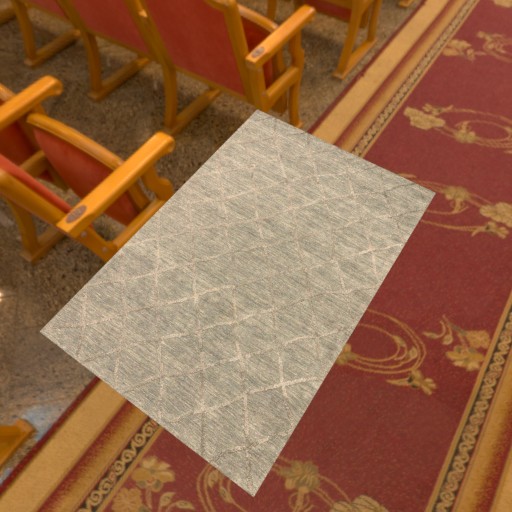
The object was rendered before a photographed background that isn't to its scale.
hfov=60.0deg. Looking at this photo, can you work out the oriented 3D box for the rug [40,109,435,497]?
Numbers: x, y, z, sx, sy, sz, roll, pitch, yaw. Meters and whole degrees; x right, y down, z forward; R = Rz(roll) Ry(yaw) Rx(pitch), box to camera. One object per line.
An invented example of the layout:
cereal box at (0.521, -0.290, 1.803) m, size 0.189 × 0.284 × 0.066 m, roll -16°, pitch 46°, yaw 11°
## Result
rug at (0.000, 0.000, 2.868) m, size 1.521 × 0.006 × 2.283 m, roll 30°, pitch 64°, yaw 17°
